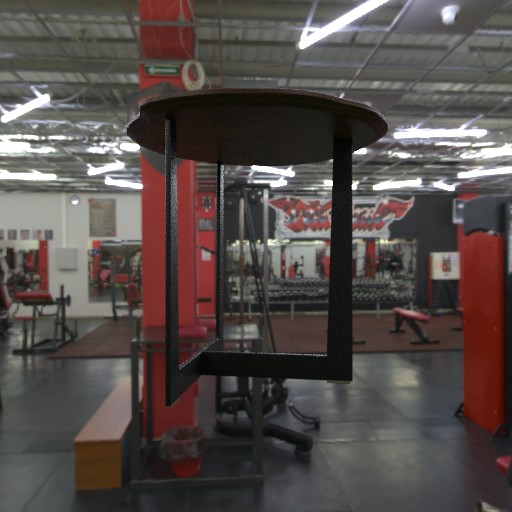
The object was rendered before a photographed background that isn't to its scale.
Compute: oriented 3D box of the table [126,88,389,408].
[{"bbox_3d":[0.000,0.000,0.864,0.494,0.476,0.477,0,0,-2],"label":"table"}]
